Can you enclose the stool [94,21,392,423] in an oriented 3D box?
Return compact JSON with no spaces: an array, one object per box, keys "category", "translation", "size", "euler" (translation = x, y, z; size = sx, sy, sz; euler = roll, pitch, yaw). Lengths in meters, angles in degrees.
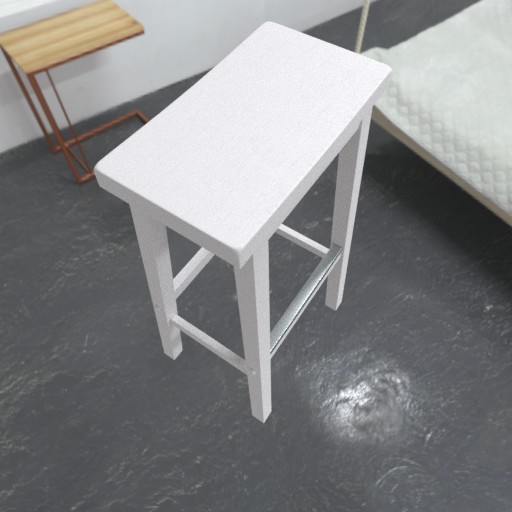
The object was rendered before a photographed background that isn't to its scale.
[{"category":"stool","translation":[0.000,0.000,0.928],"size":[0.322,0.742,0.406],"euler":[30,62,18]}]
